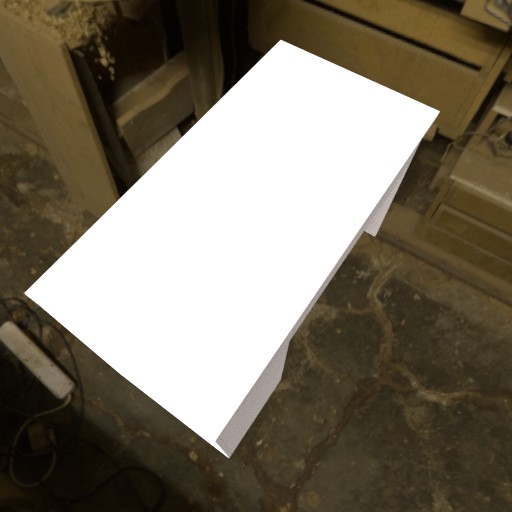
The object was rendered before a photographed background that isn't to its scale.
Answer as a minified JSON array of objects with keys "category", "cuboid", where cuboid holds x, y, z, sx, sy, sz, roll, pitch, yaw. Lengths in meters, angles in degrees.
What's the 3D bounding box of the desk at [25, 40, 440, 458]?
[{"category":"desk","cuboid":[0.000,0.000,1.494,0.560,0.730,1.096,32,67,15]}]
